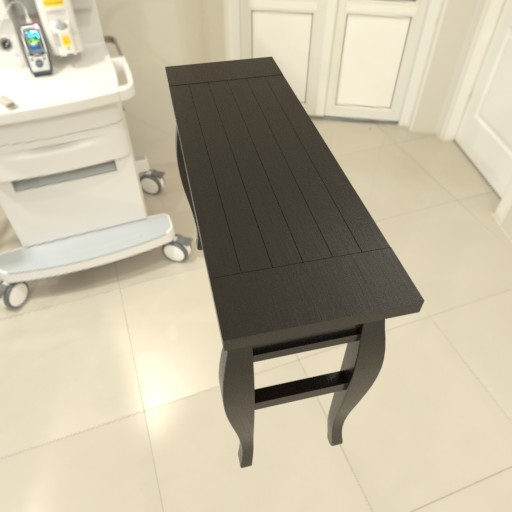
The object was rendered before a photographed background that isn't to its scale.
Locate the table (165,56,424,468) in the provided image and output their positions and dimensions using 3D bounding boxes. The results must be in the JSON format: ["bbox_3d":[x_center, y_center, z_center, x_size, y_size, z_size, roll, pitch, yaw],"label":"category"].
[{"bbox_3d":[0.000,0.000,1.377,0.373,0.768,1.062,-10,47,-9],"label":"table"}]
